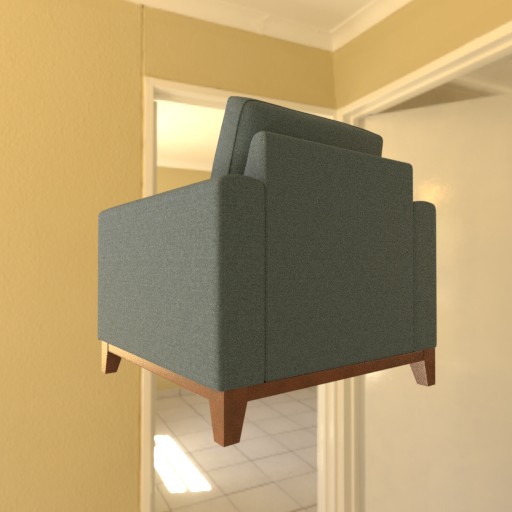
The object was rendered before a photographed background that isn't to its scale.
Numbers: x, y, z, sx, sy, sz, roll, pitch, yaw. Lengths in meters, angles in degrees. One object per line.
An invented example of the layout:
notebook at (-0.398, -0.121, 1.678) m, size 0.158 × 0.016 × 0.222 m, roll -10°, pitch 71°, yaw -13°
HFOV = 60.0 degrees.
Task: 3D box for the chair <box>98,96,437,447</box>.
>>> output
chair at (0.000, 0.000, 1.861) m, size 1.024 × 1.010 × 1.038 m, roll 1°, pitch -1°, yaw -37°
